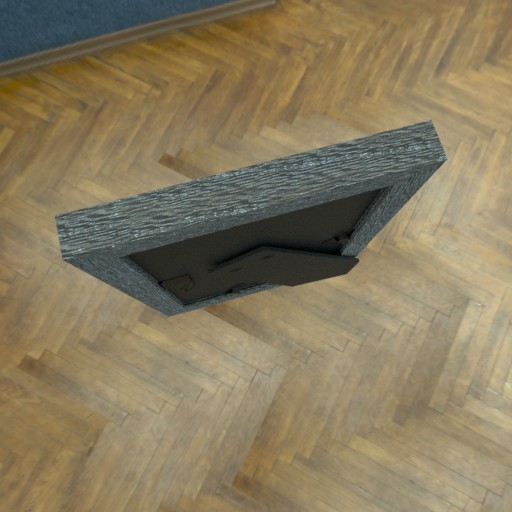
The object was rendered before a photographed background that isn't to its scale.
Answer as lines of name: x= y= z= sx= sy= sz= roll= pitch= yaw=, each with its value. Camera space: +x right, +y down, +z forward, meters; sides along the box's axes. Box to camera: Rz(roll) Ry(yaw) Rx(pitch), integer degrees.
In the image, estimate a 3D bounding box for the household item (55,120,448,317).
household item: x=0.000 y=0.000 z=0.236 sx=0.133 sy=0.180 sz=0.020 roll=-15 pitch=77 yaw=-4
